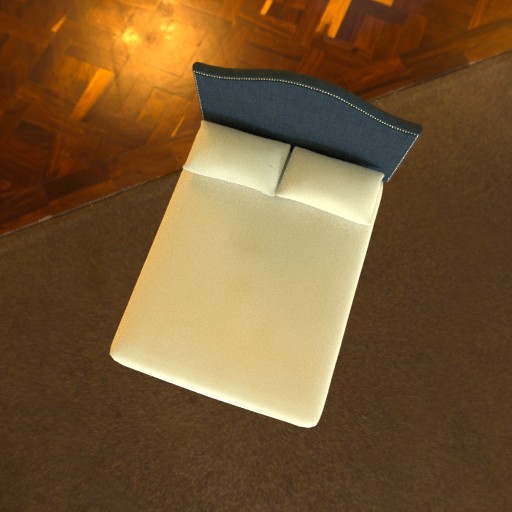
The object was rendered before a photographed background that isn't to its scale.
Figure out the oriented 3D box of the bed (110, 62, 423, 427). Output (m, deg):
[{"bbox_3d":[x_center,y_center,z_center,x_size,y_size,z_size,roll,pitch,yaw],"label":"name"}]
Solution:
[{"bbox_3d":[0.000,0.000,3.311,1.713,1.518,2.153,18,75,5],"label":"bed"}]
